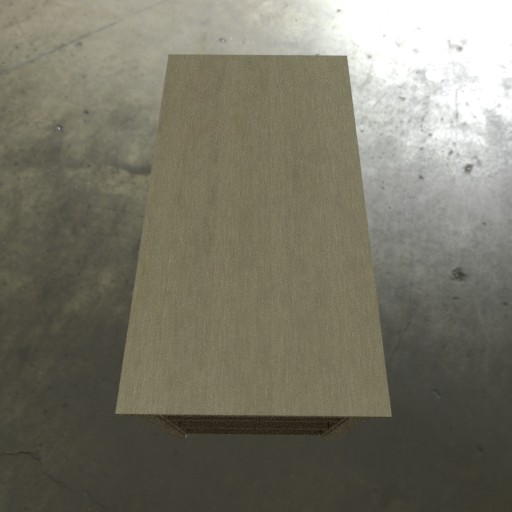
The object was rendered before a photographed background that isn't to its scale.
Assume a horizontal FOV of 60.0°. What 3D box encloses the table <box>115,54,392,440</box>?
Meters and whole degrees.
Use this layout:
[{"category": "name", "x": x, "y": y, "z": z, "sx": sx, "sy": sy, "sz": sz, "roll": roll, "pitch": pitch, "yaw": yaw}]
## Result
[{"category": "table", "x": 0.000, "y": 0.000, "z": 1.877, "sx": 0.729, "sy": 0.874, "sz": 1.397, "roll": 1, "pitch": 63, "yaw": 0}]
